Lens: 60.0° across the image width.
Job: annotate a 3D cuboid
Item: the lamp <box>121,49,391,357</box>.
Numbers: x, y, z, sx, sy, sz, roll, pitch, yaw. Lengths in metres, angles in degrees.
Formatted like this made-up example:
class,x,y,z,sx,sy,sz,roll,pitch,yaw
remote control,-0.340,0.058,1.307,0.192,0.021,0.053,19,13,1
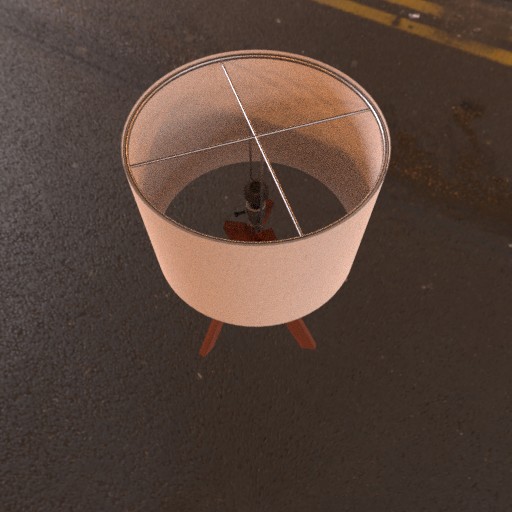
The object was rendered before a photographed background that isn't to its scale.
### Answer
class,x,y,z,sx,sy,sz,roll,pitch,yaw
lamp,0.000,0.000,0.924,0.380,0.686,0.380,-16,60,-9
